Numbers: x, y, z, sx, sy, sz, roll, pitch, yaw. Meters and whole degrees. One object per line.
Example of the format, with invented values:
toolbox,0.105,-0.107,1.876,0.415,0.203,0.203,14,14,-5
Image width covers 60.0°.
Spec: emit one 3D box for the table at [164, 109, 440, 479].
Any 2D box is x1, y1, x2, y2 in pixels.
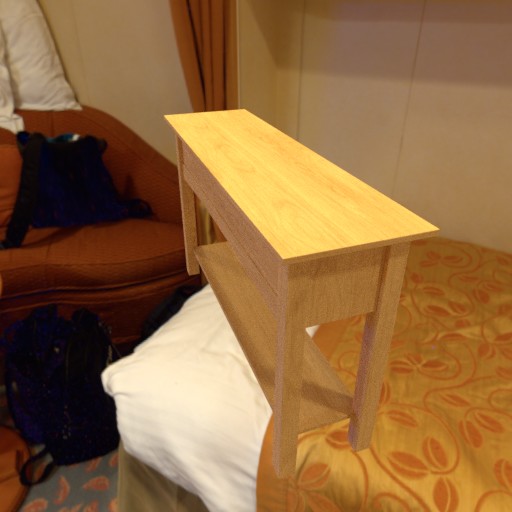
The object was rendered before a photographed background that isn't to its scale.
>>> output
table,0.000,0.000,1.543,0.350,0.730,1.240,-10,32,-17
